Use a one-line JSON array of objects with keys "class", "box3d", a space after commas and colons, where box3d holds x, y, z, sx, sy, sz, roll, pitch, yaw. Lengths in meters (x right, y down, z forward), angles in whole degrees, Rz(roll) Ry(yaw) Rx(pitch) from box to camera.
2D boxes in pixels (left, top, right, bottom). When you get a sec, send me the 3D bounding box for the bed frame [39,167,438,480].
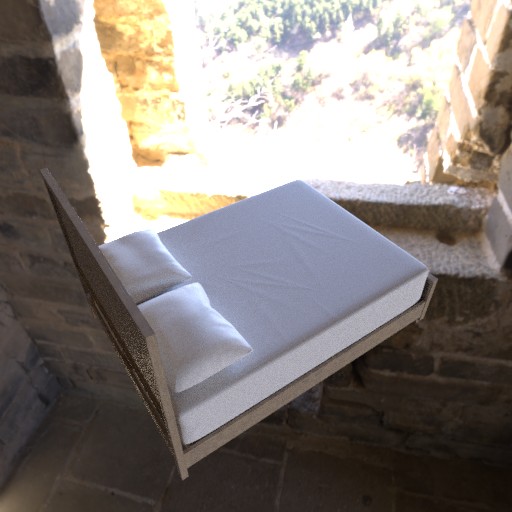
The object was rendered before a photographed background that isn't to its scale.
[{"class": "bed frame", "box3d": [0.000, 0.000, 3.199, 2.189, 1.369, 1.606, -24, 47, -25]}]
